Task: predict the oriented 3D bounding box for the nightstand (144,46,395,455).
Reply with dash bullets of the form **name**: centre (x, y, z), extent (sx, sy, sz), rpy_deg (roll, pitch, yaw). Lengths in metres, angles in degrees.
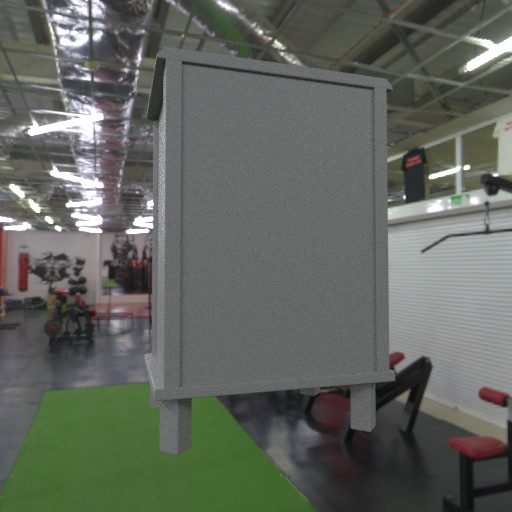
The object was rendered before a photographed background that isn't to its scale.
- **nightstand**: centre (0.000, 0.000, 0.953), extent (0.450, 0.680, 0.350), rpy_deg (1, -2, -17)
